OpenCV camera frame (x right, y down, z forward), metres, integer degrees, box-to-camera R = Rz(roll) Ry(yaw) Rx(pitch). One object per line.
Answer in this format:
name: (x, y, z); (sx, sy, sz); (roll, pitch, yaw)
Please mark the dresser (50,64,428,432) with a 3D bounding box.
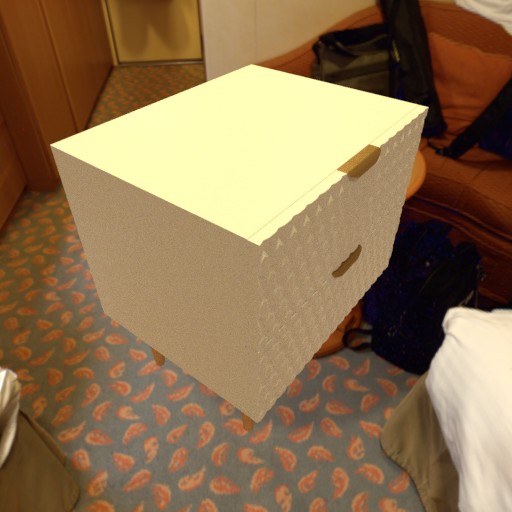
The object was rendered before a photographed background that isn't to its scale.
dresser: (0.000, 0.000, 0.920); (0.414, 0.568, 0.503); (26, 47, 28)
